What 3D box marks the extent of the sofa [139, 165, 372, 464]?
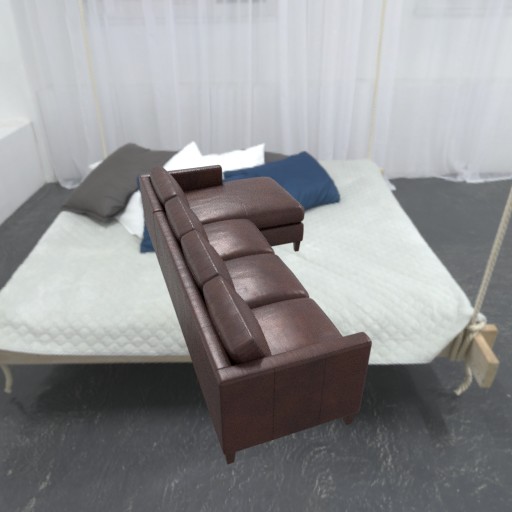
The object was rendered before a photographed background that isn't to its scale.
[{"bbox_3d":[0.000,0.000,3.968,1.581,0.883,3.203,-11,33,-17],"label":"sofa"}]
